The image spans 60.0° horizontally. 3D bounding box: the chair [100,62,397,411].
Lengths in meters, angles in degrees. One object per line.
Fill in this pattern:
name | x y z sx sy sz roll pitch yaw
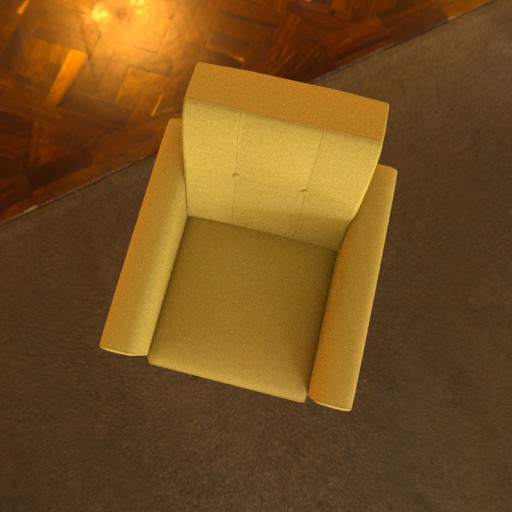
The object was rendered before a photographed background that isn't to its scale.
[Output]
chair | 0.000 0.000 1.582 0.831 0.841 0.909 13 78 3
